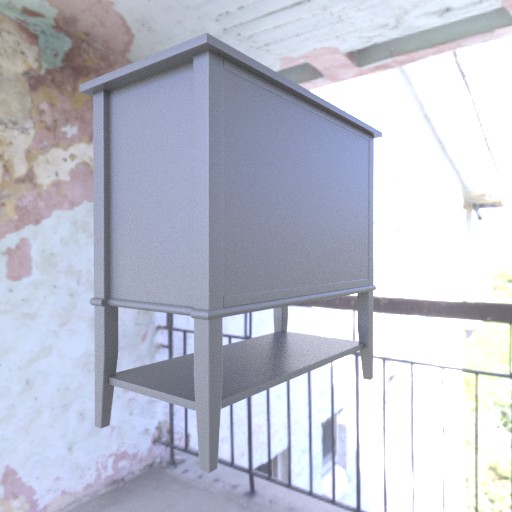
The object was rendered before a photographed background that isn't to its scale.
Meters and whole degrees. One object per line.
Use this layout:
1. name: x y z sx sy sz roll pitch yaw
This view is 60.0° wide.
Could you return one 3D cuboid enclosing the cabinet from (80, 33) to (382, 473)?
1. cabinet: 0.000 0.000 1.206 0.396 0.780 0.801 0 1 37
